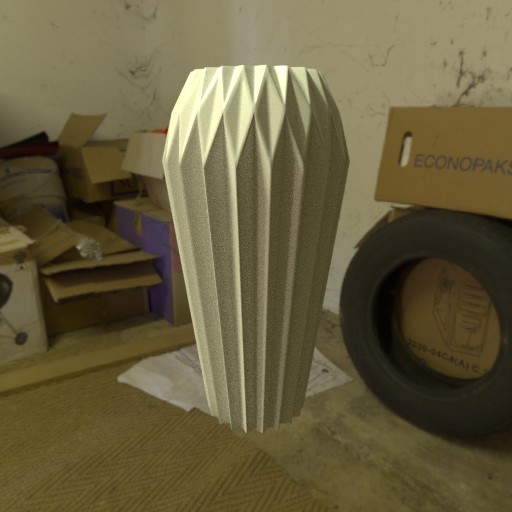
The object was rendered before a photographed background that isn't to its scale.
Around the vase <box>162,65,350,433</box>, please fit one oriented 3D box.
[{"bbox_3d":[0.000,0.000,0.342,0.133,0.263,0.133,0,17,0],"label":"vase"}]
